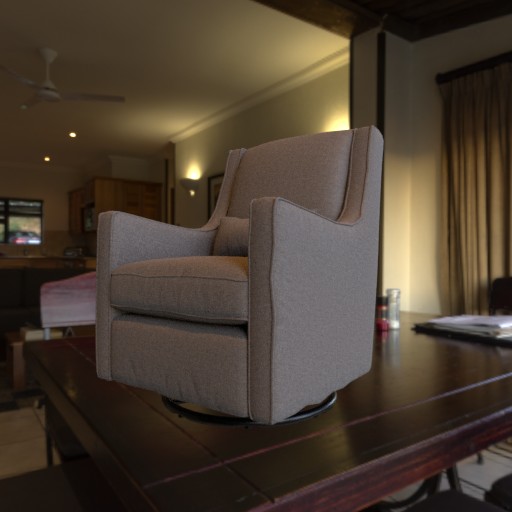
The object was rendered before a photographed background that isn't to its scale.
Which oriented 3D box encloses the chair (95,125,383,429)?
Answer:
[{"bbox_3d":[0.000,0.000,1.605,0.732,0.993,0.879,0,0,36],"label":"chair"}]
